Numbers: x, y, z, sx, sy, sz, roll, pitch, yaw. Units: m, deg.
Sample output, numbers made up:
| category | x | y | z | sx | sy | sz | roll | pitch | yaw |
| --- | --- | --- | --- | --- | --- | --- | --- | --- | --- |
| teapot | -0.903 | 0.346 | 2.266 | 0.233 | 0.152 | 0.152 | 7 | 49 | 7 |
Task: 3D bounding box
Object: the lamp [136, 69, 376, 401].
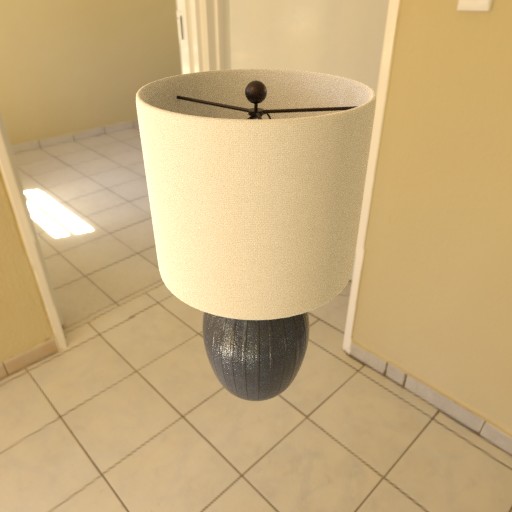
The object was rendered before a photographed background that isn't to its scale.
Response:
| category | x | y | z | sx | sy | sz | roll | pitch | yaw |
| --- | --- | --- | --- | --- | --- | --- | --- | --- | --- |
| lamp | 0.000 | 0.000 | 0.762 | 0.329 | 0.570 | 0.329 | 21 | 38 | 30 |
